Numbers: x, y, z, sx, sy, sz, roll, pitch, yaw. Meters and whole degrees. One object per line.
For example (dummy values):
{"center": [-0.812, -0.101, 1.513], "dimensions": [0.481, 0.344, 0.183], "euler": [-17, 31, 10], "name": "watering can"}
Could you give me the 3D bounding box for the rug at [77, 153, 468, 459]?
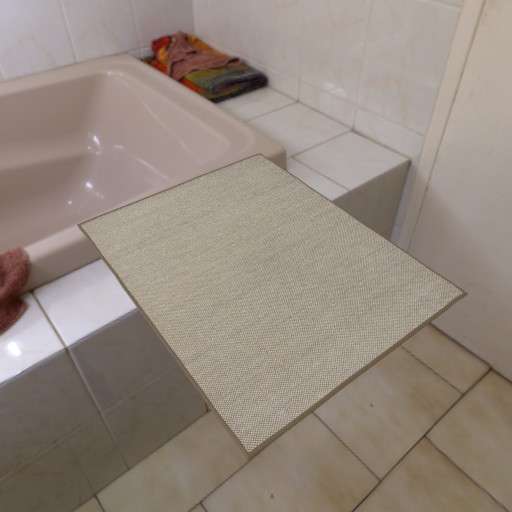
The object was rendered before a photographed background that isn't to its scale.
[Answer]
{"center": [0.000, 0.000, 4.268], "dimensions": [2.413, 0.020, 3.041], "euler": [-27, 50, -26], "name": "rug"}
